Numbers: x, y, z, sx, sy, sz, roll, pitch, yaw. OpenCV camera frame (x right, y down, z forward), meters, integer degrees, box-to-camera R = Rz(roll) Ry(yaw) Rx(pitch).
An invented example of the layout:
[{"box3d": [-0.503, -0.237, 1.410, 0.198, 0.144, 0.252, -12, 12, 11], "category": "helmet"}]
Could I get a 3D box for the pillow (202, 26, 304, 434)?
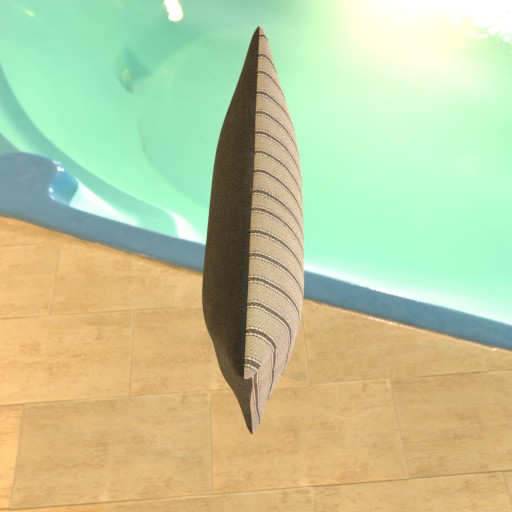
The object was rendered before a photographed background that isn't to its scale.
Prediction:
[{"box3d": [0.000, 0.000, 0.679, 0.138, 0.444, 0.468, 2, 62, 1], "category": "pillow"}]
